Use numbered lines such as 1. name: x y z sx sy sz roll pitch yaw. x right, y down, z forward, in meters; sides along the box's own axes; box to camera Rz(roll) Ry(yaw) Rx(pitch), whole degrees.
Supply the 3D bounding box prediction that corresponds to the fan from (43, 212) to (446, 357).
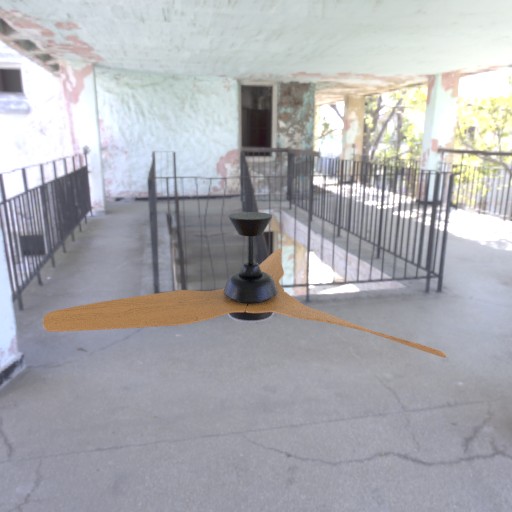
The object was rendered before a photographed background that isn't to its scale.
1. fan: 0.000 0.000 1.646 1.142 0.355 1.010 2 15 9
